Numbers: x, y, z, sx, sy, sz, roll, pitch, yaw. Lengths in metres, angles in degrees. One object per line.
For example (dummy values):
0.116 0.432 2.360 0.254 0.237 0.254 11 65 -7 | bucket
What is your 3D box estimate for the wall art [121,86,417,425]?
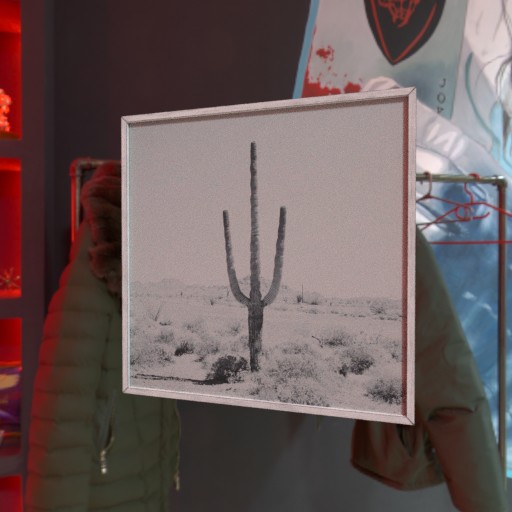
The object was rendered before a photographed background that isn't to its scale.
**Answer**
0.000 0.000 1.127 0.762 0.762 0.038 0 1 17 | wall art
